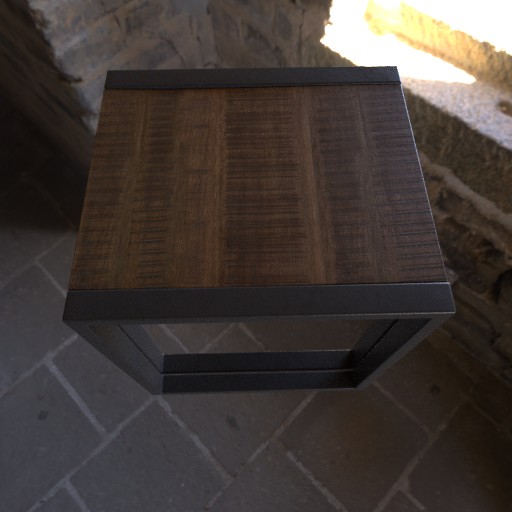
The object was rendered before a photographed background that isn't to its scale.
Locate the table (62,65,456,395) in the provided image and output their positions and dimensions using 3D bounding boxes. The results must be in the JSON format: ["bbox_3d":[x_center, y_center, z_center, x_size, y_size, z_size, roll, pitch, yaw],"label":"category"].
[{"bbox_3d":[0.000,0.000,0.904,0.500,0.550,0.449,-1,63,-1],"label":"table"}]
